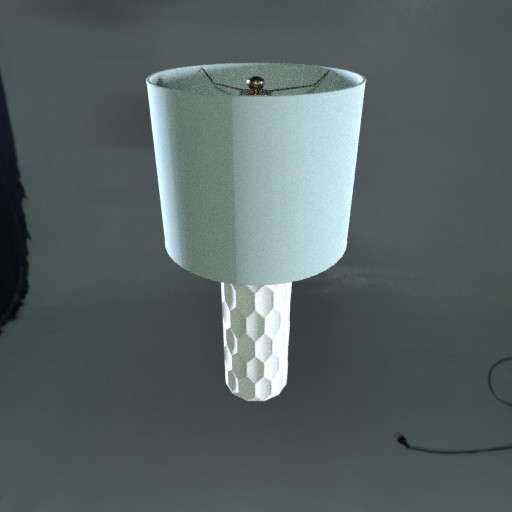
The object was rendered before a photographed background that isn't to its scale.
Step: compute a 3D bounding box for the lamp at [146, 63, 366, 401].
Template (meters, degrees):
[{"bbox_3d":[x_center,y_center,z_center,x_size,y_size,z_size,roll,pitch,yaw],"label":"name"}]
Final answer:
[{"bbox_3d":[0.000,0.000,0.703,0.277,0.534,0.277,1,30,1],"label":"lamp"}]
